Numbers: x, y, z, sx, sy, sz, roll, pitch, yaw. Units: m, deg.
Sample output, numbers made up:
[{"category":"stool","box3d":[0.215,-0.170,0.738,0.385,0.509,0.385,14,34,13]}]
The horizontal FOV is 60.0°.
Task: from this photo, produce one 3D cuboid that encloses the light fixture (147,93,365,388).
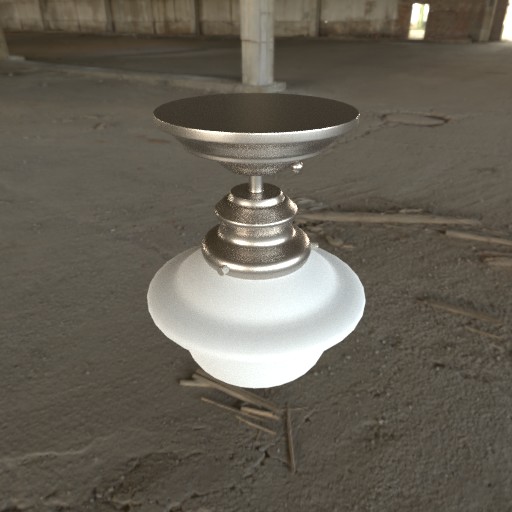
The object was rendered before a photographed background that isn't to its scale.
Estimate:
[{"category":"light fixture","box3d":[0.000,0.000,0.395,0.199,0.254,0.199,0,29,0]}]
